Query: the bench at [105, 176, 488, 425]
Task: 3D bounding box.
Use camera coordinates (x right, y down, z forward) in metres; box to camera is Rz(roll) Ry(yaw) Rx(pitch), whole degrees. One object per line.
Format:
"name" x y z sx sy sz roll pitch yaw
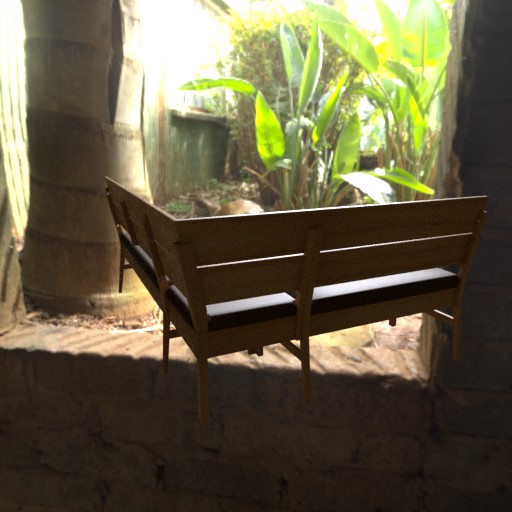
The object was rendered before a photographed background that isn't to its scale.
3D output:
"bench" 0.000 0.000 2.777 1.549 0.890 1.975 -7 17 -25
